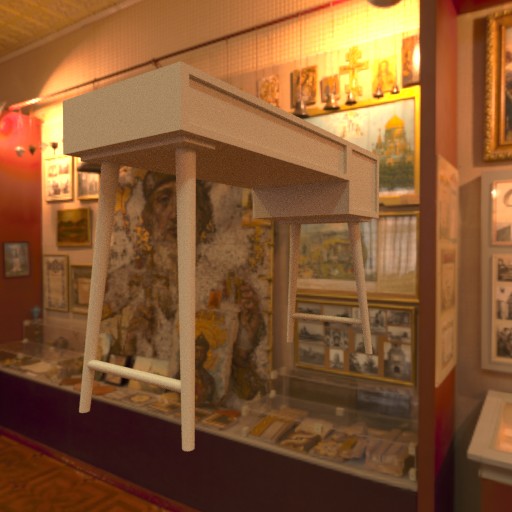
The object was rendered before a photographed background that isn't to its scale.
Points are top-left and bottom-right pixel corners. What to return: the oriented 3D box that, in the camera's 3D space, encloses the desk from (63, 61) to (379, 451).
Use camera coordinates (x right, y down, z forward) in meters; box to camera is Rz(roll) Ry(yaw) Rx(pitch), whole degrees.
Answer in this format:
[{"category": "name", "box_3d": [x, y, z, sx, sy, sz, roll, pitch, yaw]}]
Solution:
[{"category": "desk", "box_3d": [0.000, 0.000, 1.401, 0.409, 0.761, 1.069, 1, 1, 35]}]
